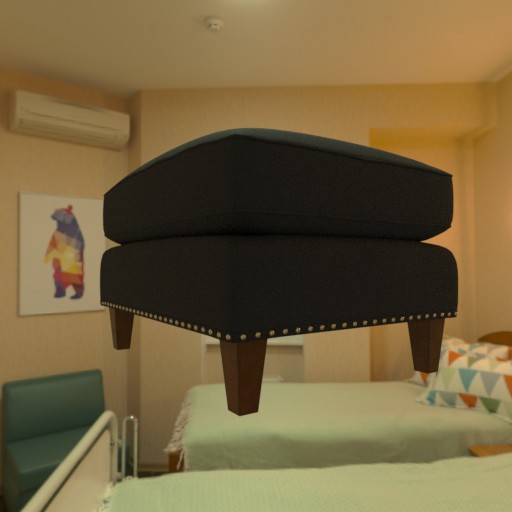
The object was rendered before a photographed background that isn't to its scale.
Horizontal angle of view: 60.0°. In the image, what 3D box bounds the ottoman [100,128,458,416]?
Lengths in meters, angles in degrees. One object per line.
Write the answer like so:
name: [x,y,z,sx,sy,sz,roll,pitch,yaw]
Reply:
ottoman: [0.000,0.000,1.112,0.584,0.513,0.741,1,-1,-34]
